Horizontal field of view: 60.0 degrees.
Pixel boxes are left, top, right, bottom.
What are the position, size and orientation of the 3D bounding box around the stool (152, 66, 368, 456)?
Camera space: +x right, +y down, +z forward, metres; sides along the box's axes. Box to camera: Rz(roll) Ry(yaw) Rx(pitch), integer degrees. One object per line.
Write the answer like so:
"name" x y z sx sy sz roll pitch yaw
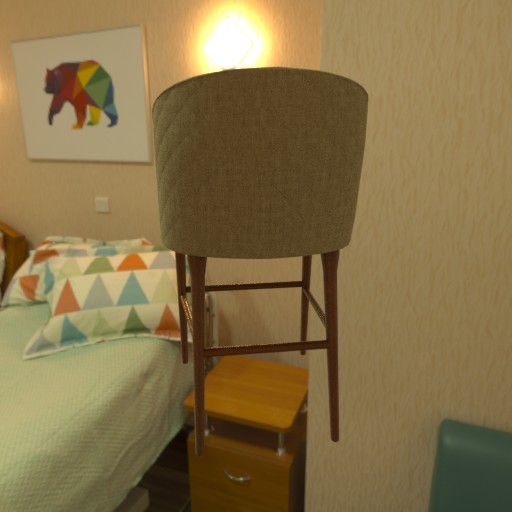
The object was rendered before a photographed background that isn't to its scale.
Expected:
"stool" 0.000 0.000 1.314 0.559 0.952 0.635 -2 15 -8
